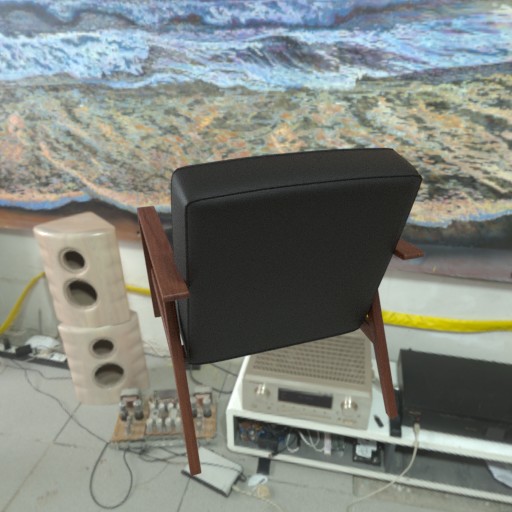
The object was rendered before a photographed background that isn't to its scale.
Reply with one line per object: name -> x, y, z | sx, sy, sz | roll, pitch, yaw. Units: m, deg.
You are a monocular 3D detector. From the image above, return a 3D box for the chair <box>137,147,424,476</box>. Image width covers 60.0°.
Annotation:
chair -> 0.000, 0.000, 1.527 | 0.719, 0.861, 0.889 | -9, 29, -16
